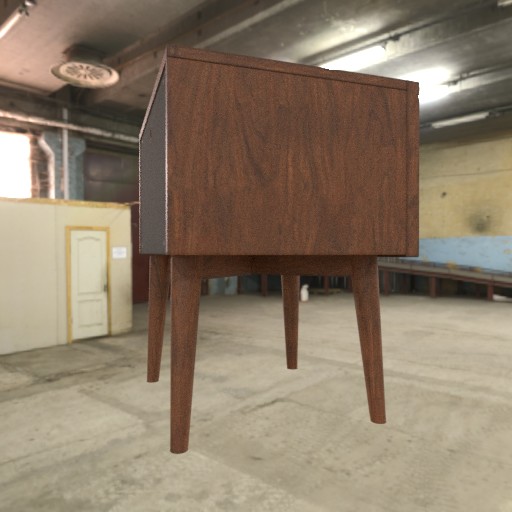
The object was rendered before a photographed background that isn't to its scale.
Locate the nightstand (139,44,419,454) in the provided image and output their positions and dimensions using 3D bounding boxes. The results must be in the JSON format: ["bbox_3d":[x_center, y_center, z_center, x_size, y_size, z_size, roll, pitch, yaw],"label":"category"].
[{"bbox_3d":[0.000,0.000,0.948,0.445,0.607,0.521,0,0,-19],"label":"nightstand"}]
